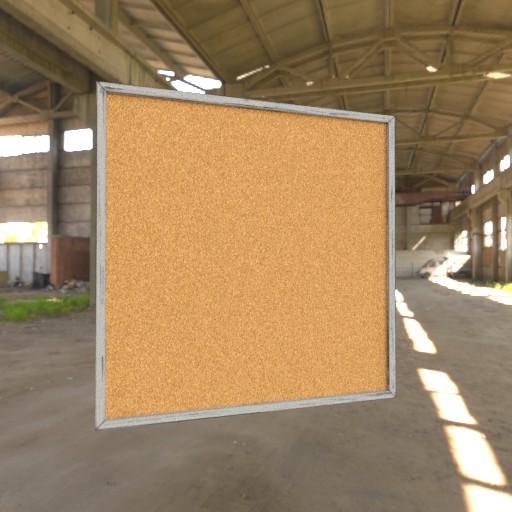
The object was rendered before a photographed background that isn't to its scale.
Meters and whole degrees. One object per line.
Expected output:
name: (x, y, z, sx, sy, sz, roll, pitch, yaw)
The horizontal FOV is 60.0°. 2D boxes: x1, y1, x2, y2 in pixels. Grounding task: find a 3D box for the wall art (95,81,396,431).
wall art: (0.000, 0.000, 0.447, 0.303, 0.303, 0.036, 0, -1, -18)
